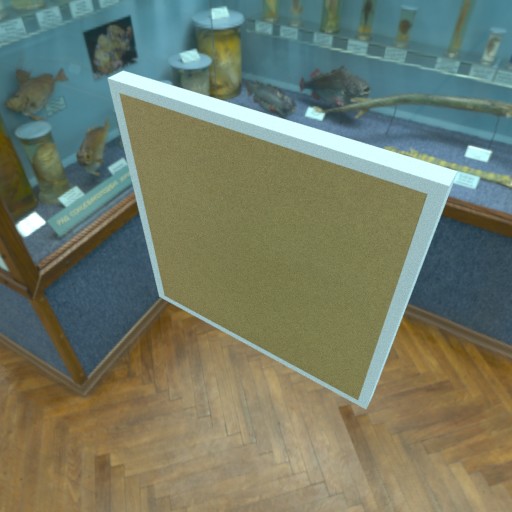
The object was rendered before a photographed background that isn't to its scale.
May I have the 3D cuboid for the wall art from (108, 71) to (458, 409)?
[{"bbox_3d":[0.000,0.000,0.457,0.307,0.307,0.020,24,50,23],"label":"wall art"}]
